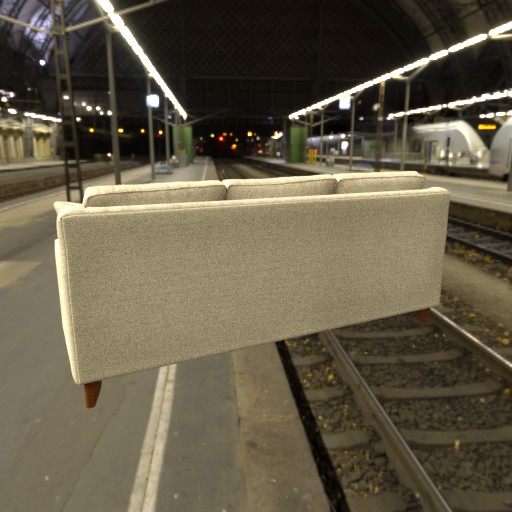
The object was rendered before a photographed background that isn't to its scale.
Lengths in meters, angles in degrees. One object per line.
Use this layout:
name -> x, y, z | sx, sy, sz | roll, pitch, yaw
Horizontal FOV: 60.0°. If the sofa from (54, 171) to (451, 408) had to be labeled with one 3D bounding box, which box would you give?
sofa -> 0.000, 0.000, 2.472 | 2.031, 0.914, 0.865 | -7, 15, -26
